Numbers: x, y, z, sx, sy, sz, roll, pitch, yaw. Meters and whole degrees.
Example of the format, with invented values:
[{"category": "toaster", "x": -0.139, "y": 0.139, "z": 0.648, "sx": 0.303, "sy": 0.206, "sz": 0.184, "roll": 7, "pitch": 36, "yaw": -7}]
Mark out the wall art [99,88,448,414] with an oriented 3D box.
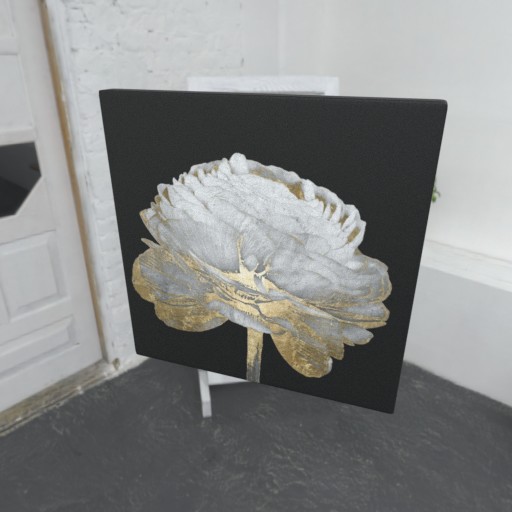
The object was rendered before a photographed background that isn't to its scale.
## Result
[{"category": "wall art", "x": 0.000, "y": 0.000, "z": 0.886, "sx": 0.610, "sy": 0.611, "sz": 0.043, "roll": 8, "pitch": 27, "yaw": 17}]
